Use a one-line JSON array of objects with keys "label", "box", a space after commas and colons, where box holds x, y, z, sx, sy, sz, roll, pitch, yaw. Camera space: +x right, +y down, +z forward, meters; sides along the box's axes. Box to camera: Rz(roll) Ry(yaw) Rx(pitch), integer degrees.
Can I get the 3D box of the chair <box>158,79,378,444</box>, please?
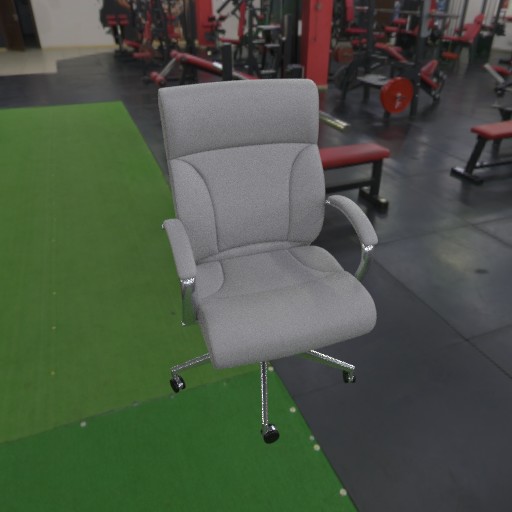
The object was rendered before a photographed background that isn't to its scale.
[{"label": "chair", "box": [0.000, 0.000, 1.598, 0.727, 1.099, 0.745, -10, 33, -16]}]
